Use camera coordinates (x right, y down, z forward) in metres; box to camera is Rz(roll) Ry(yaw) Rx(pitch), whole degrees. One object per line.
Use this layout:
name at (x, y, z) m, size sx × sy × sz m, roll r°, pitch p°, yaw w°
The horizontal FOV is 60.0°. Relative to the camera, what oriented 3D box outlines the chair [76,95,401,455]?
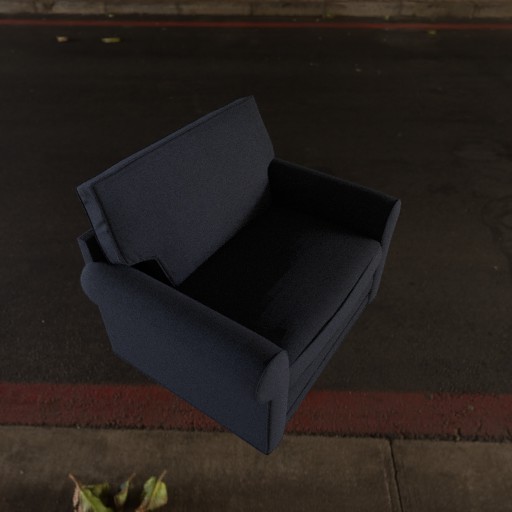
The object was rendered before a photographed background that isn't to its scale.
chair at (0.000, 0.000, 2.047) m, size 0.963 × 1.044 × 1.285 m, roll 24°, pitch 46°, yaw 25°
